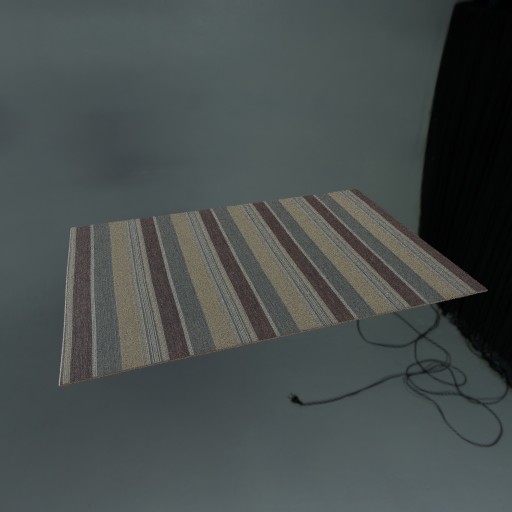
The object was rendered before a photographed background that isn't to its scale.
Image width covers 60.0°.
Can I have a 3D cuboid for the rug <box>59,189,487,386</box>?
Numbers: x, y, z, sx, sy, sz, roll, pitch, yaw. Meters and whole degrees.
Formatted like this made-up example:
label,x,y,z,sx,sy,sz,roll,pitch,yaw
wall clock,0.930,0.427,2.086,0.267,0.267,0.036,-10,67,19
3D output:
label,x,y,z,sx,sy,sz,roll,pitch,yaw
rug,0.000,0.000,2.270,1.829,0.008,1.219,-10,33,-15
